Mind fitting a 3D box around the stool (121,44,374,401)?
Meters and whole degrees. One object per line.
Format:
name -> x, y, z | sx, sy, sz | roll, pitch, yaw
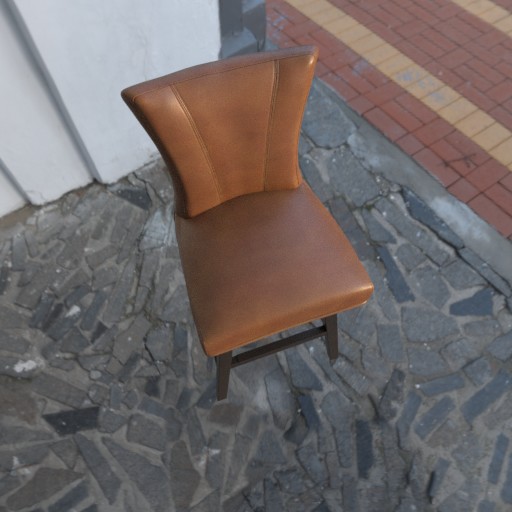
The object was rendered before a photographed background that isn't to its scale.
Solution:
stool -> 0.000, 0.000, 1.443 | 0.522, 1.094, 0.585 | -17, 63, -9
